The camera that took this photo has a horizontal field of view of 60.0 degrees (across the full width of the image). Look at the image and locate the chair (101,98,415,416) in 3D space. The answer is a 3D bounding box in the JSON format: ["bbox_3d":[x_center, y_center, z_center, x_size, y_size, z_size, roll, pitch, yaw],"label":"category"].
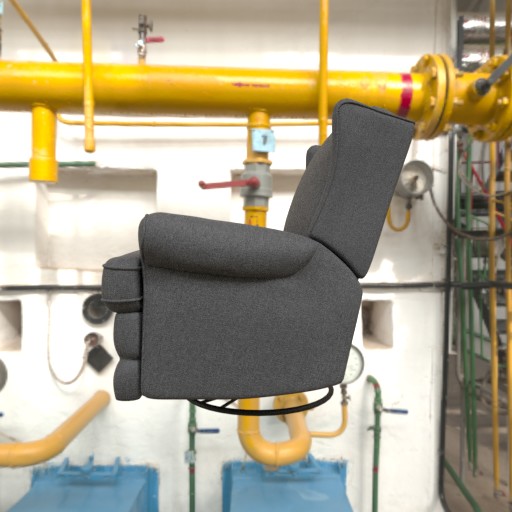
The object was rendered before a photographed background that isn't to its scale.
[{"bbox_3d":[0.000,0.000,1.681,0.969,1.011,0.847,0,1,-1],"label":"chair"}]
